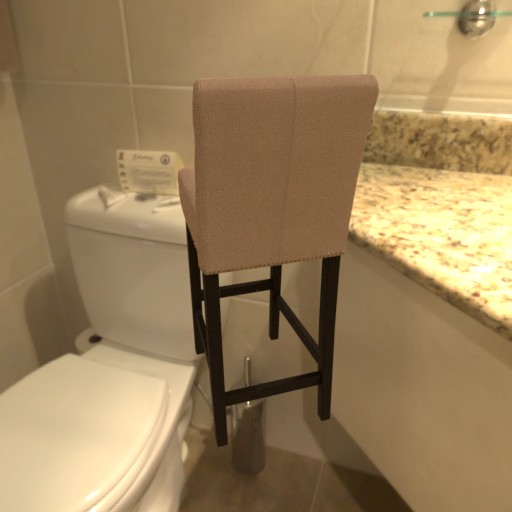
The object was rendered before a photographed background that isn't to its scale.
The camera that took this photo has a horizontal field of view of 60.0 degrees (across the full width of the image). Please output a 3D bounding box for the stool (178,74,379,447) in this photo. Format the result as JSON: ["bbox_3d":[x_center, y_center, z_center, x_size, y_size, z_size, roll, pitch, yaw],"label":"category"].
[{"bbox_3d":[0.000,0.000,1.342,0.411,1.047,0.548,-8,28,-16],"label":"stool"}]
